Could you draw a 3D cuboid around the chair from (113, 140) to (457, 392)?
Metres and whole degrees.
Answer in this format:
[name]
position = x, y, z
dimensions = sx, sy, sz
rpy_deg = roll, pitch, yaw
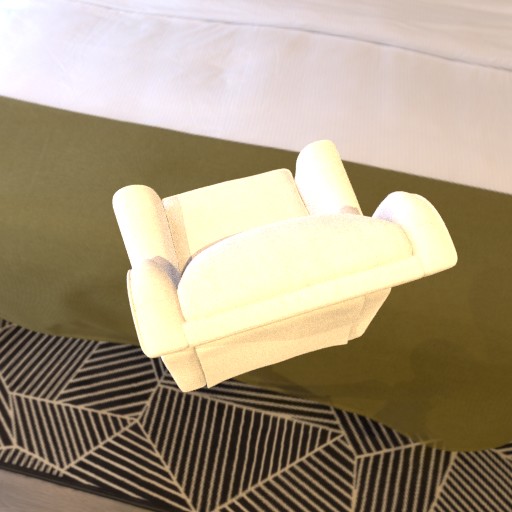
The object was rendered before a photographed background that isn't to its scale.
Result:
[chair]
position = 0.000, 0.000, 1.612
dimensions = 0.906, 0.967, 0.854
rpy_deg = -16, 60, -9
